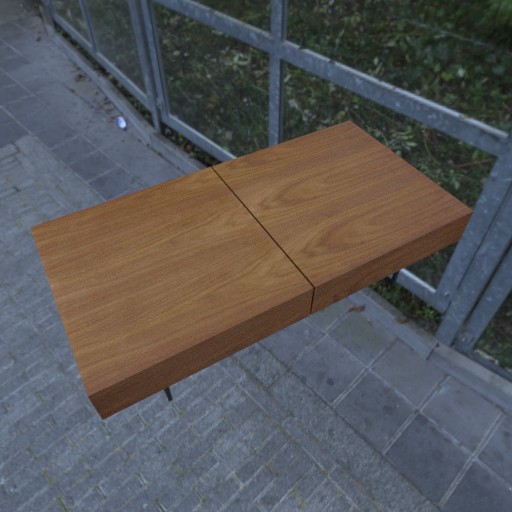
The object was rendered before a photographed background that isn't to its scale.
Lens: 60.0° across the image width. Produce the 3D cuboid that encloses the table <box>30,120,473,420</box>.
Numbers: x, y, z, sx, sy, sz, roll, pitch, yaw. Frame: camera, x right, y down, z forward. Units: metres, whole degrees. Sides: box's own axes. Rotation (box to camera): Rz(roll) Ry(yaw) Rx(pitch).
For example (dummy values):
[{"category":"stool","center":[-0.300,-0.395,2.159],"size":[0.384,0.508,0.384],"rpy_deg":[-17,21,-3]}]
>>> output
[{"category":"table","center":[0.000,0.000,1.459],"size":[1.194,0.330,0.610],"rpy_deg":[-23,52,-20]}]
